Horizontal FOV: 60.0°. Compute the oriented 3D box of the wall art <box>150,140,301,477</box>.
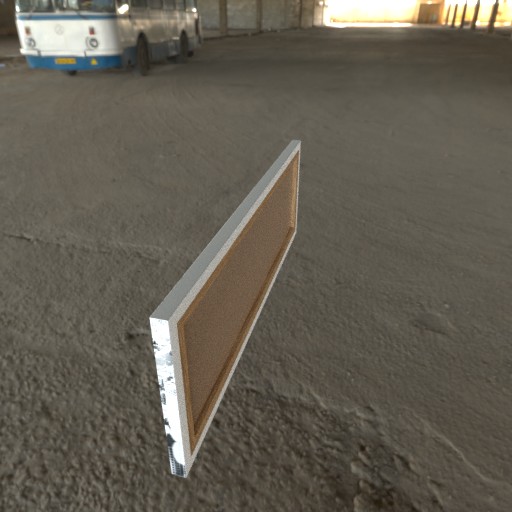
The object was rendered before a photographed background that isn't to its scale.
[{"bbox_3d":[0.000,0.000,1.680,0.044,0.507,1.520,8,30,13],"label":"wall art"}]
